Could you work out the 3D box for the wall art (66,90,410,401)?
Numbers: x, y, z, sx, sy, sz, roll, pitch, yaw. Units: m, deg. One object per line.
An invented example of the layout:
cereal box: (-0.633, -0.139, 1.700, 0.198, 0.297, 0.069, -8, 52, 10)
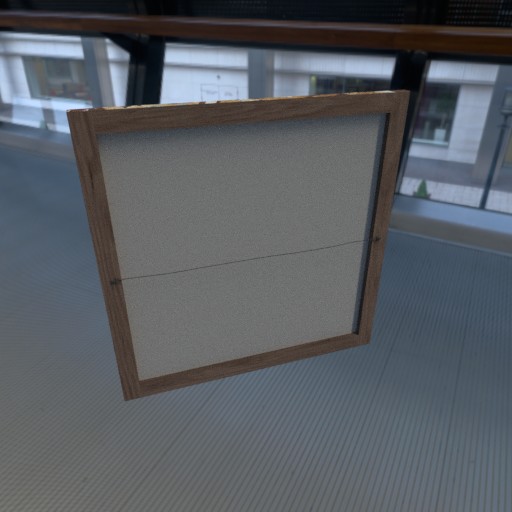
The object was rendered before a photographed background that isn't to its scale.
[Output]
wall art: (0.000, 0.000, 1.129, 0.757, 0.762, 0.028, -9, 30, -16)
